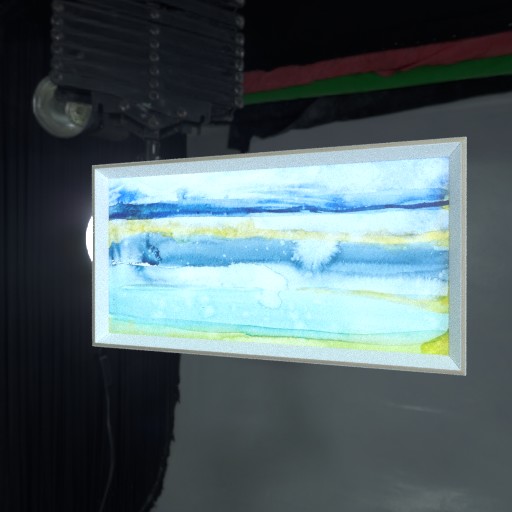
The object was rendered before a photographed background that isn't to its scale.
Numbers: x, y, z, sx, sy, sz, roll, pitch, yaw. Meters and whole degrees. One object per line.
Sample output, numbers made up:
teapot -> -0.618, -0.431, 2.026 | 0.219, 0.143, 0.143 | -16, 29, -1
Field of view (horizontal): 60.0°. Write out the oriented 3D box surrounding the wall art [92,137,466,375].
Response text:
wall art -> 0.000, 0.000, 0.946 | 0.812, 0.431, 0.038 | 0, 0, 19
